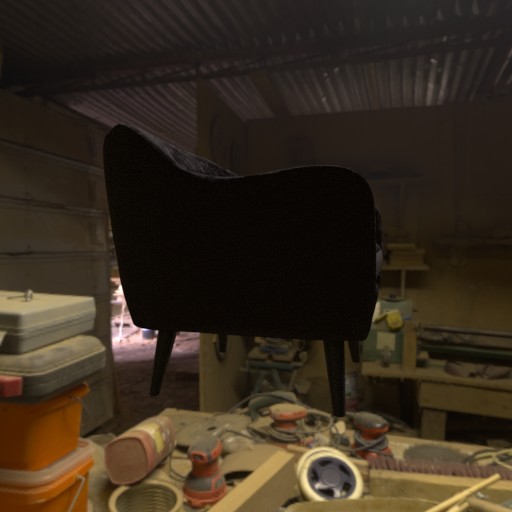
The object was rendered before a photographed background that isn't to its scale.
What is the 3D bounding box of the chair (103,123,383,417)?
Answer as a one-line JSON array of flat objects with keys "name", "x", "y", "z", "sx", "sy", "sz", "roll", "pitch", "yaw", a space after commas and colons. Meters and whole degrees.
[{"name": "chair", "x": 0.000, "y": 0.000, "z": 1.493, "sx": 0.819, "sy": 0.807, "sz": 0.840, "roll": 0, "pitch": 1, "yaw": 17}]
